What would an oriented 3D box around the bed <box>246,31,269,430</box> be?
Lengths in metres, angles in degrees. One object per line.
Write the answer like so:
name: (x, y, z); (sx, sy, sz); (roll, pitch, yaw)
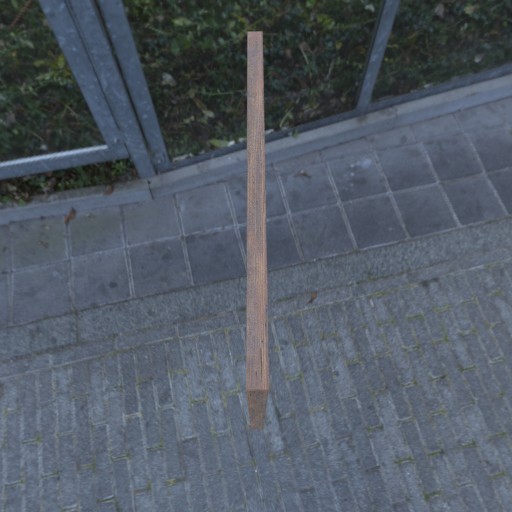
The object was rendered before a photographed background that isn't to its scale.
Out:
bed: (0.000, 0.000, 1.527); (0.046, 0.942, 1.046); (0, 64, 0)
